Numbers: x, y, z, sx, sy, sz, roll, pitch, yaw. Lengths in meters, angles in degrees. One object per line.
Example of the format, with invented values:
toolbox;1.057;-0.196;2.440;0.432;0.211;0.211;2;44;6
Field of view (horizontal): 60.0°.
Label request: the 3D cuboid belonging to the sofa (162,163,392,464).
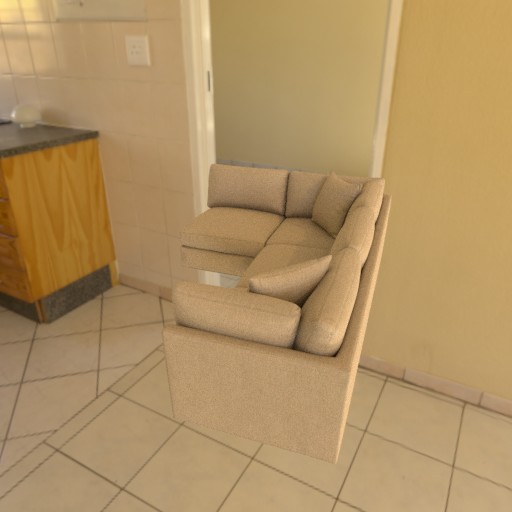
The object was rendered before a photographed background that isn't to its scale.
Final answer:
sofa;0.000;0.000;3.765;1.994;0.978;2.896;9;28;17
